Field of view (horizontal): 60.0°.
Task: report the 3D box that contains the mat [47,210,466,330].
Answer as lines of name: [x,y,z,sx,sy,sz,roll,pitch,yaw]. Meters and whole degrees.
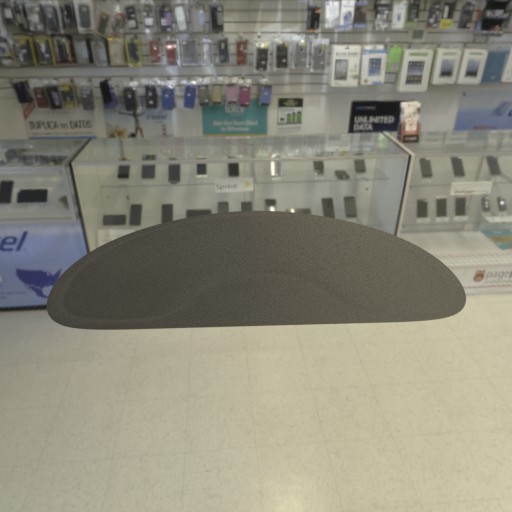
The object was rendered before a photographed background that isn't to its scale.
mat: [0.000,0.000,1.841,1.524,0.013,0.913,-1,30,-2]
